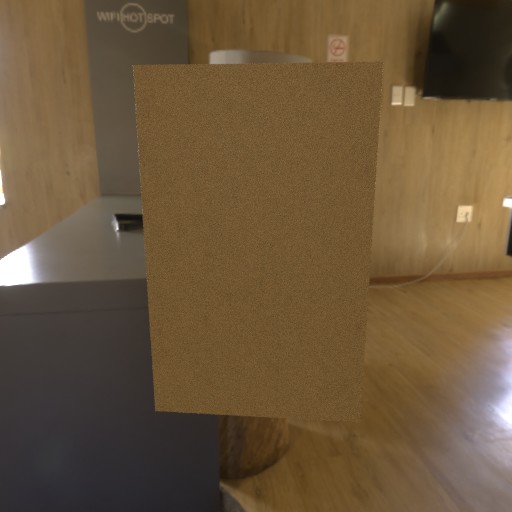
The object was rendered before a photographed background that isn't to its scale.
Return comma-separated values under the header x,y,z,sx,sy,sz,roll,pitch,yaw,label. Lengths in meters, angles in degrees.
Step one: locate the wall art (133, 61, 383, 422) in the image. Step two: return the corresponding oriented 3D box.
x,y,z,sx,sy,sz,roll,pitch,yaw,label
0.000,0.000,1.009,0.510,0.810,0.039,1,15,5,wall art
